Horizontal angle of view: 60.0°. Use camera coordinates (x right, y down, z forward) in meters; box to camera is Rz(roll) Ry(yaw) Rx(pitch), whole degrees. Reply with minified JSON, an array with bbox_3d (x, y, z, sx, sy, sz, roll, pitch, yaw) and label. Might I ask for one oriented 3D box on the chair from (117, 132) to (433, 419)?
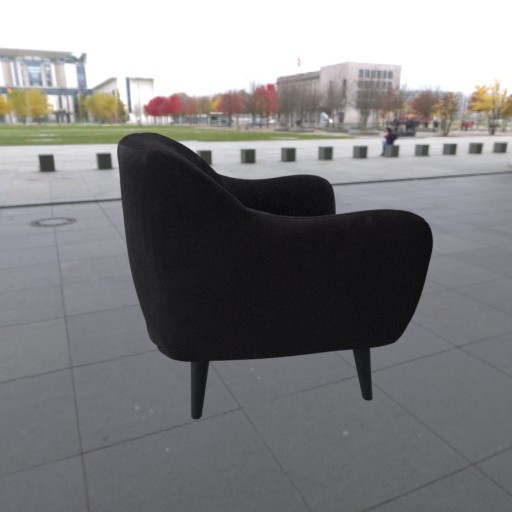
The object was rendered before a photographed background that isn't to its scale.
[{"bbox_3d":[0.000,0.000,1.497,0.819,0.807,0.840,-3,17,-9],"label":"chair"}]
